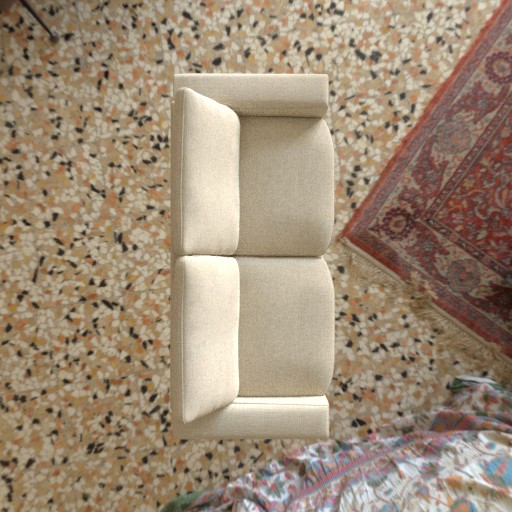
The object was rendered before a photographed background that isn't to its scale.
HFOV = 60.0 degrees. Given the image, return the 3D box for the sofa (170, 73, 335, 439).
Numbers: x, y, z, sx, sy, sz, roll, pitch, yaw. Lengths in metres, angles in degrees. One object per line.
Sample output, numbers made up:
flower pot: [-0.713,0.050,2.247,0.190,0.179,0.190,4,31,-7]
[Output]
sofa: [0.000,0.000,2.881,1.040,0.922,2.299,0,90,0]
